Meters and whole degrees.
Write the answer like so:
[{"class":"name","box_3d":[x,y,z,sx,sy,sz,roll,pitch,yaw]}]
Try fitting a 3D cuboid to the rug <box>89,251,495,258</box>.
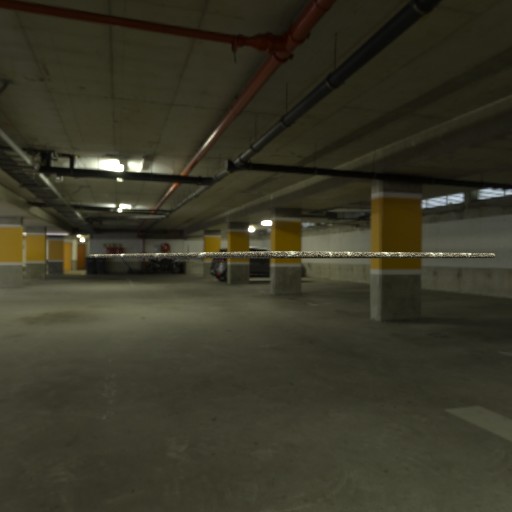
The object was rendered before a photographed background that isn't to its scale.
[{"class":"rug","box_3d":[0.000,0.000,3.401,1.778,0.030,2.743,0,0,-35]}]
